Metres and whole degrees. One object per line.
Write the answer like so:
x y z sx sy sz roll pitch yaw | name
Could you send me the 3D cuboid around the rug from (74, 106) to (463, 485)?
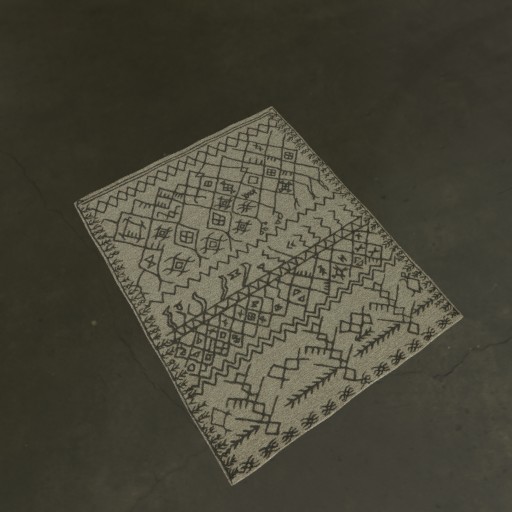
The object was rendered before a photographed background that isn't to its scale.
0.000 0.000 3.373 1.964 0.025 2.455 -30 67 -14 | rug
